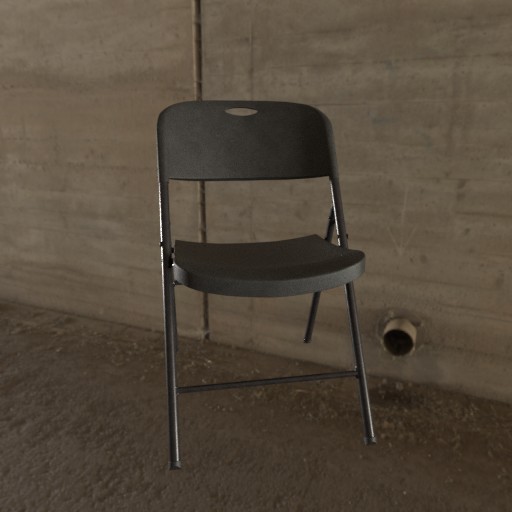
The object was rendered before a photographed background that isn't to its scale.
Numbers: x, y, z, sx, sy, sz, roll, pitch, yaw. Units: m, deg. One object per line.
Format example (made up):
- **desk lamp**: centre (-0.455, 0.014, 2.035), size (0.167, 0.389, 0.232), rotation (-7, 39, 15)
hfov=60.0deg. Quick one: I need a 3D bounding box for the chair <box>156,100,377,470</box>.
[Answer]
- **chair**: centre (0.000, 0.000, 1.173), size (0.494, 0.810, 0.566), rotation (-3, 16, -10)
